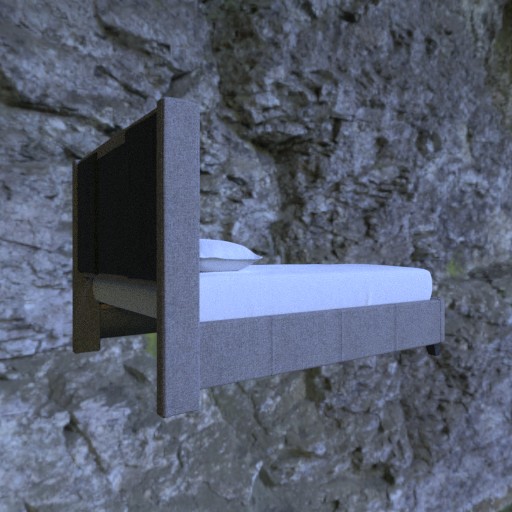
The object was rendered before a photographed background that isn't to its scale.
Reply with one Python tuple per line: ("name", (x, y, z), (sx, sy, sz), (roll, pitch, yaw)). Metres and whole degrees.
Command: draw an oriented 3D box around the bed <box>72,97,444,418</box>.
("bed", (0.000, 0.000, 3.342), (2.245, 1.476, 1.714), (0, 0, -35))
